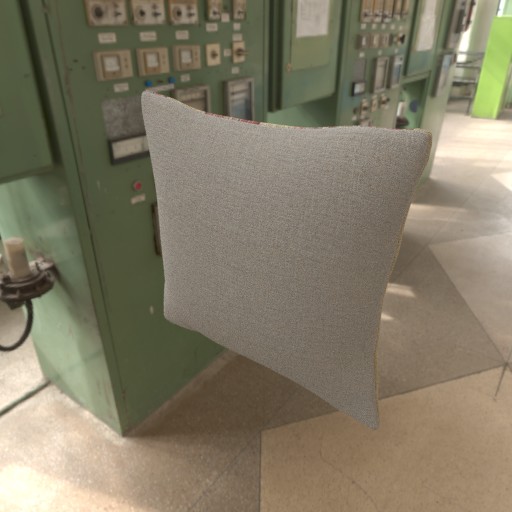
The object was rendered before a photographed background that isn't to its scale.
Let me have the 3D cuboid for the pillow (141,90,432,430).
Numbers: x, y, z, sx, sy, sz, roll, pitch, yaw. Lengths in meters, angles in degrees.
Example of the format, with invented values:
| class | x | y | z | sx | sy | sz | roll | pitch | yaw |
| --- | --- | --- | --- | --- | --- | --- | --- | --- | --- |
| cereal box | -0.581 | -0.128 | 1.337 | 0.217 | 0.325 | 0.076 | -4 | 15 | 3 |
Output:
| class | x | y | z | sx | sy | sz | roll | pitch | yaw |
| --- | --- | --- | --- | --- | --- | --- | --- | --- | --- |
| pillow | 0.000 | 0.000 | 0.641 | 0.437 | 0.419 | 0.136 | 20 | 34 | 32 |
